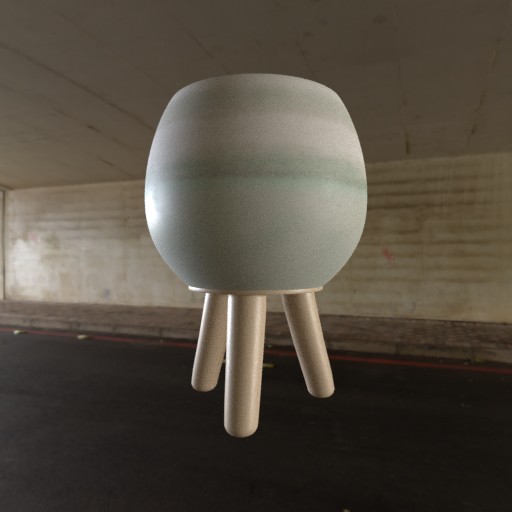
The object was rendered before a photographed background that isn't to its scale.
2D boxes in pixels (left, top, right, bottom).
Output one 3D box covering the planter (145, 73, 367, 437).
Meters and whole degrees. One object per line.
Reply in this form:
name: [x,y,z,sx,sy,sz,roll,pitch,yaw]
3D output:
planter: [0.000,0.000,0.331,0.161,0.224,0.161,0,0,0]
